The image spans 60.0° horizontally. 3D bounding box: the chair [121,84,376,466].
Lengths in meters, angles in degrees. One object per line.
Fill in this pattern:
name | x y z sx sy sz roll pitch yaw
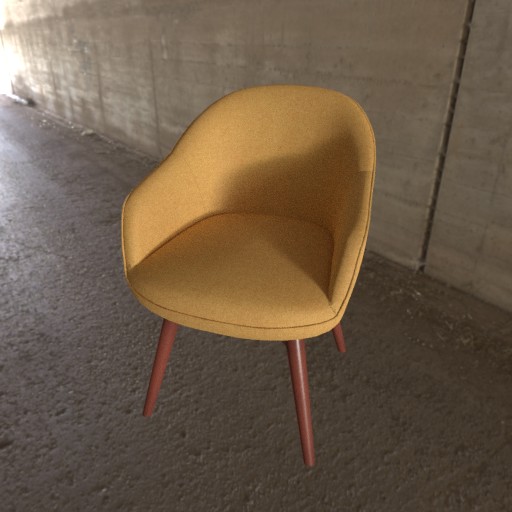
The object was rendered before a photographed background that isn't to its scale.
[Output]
chair | 0.000 0.000 1.208 0.596 0.823 0.635 9 28 18
